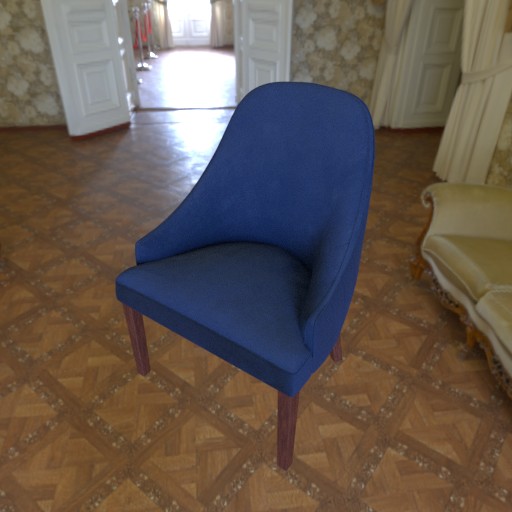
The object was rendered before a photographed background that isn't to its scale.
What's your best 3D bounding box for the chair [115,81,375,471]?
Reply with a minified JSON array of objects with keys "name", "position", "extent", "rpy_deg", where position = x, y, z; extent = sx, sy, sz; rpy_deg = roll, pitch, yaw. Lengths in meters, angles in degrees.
[{"name":"chair","position":[0.000,0.000,1.307],"extent":[0.643,0.889,0.575],"rpy_deg":[21,38,30]}]
